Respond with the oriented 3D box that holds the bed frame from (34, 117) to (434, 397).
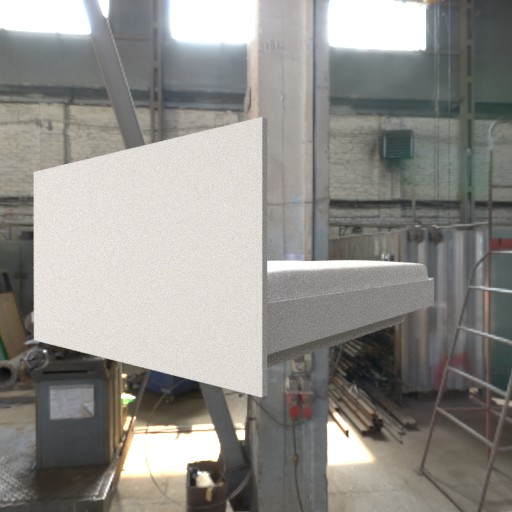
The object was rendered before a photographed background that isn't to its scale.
[{"bbox_3d":[0.000,0.000,2.932,1.711,1.001,2.100,0,0,38],"label":"bed frame"}]
